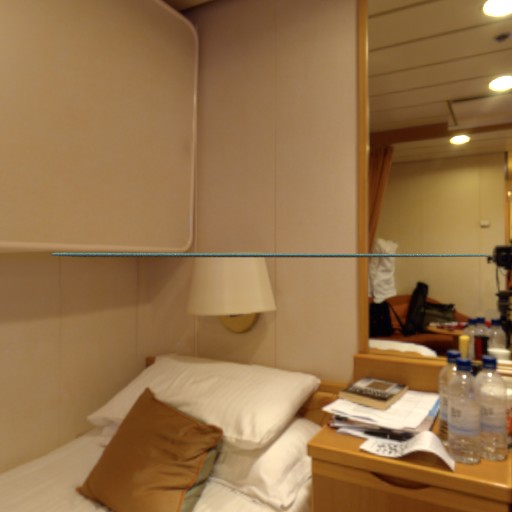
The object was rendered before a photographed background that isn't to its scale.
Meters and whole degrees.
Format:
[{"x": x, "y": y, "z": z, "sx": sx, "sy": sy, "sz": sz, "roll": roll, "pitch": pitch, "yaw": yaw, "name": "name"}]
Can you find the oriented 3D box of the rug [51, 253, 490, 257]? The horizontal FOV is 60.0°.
[{"x": 0.000, "y": 0.000, "z": 2.842, "sx": 2.205, "sy": 0.012, "sz": 1.554, "roll": 0, "pitch": 0, "yaw": -17, "name": "rug"}]
